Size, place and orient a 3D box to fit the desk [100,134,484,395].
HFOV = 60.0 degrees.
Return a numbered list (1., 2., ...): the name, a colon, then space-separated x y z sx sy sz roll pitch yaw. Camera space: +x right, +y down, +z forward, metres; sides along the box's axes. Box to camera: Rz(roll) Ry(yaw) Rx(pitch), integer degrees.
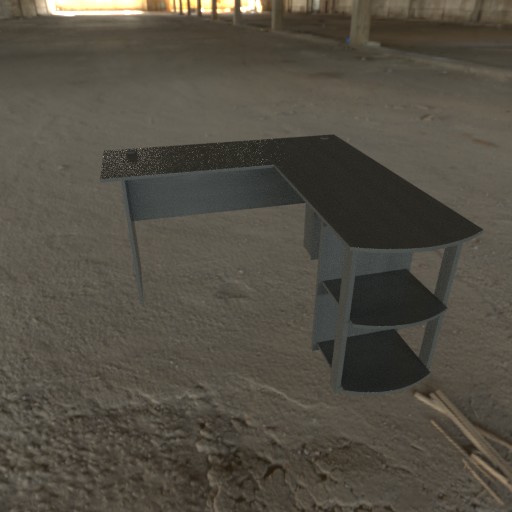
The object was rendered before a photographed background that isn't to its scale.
1. desk: 0.000 0.000 2.082 1.303 0.716 1.361 -7 31 -13
